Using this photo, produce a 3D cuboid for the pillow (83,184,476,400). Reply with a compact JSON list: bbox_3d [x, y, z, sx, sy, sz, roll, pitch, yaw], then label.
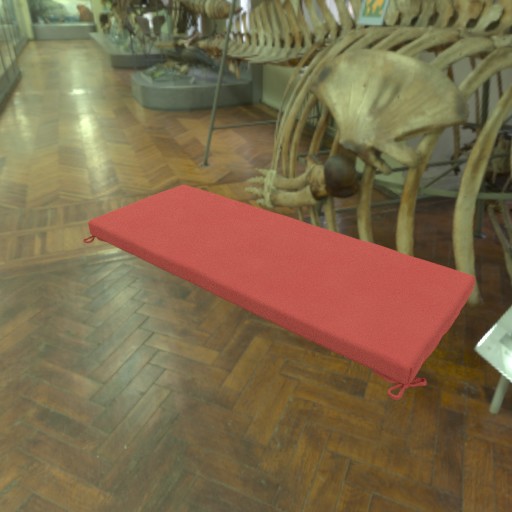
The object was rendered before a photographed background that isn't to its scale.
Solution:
[{"bbox_3d":[0.000,0.000,1.355,1.187,0.081,0.492,21,36,33],"label":"pillow"}]
